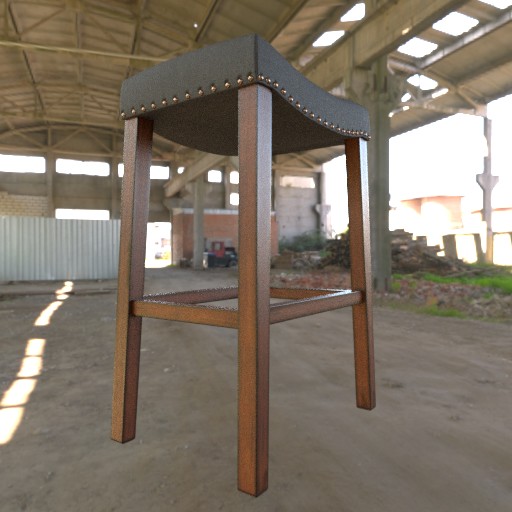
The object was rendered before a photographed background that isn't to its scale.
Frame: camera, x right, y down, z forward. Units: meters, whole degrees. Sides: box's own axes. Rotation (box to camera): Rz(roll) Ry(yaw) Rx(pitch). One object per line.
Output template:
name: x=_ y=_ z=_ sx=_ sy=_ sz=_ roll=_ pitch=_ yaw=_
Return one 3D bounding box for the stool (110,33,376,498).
stool: x=0.000 y=0.000 z=0.992 sx=0.366 sy=0.748 sz=0.502 roll=0 pitch=1 yaw=36
